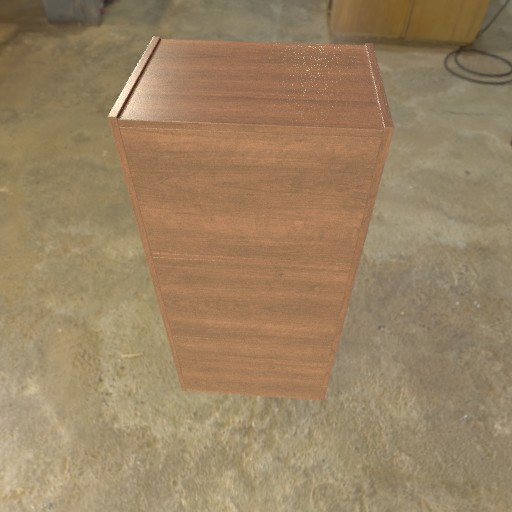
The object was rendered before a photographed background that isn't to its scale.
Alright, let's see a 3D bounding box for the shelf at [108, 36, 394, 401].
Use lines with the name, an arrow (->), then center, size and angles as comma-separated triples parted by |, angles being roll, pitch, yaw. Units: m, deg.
shelf -> 0.000, 0.000, 1.054 | 0.414, 0.879, 0.290 | 3, 47, 3
